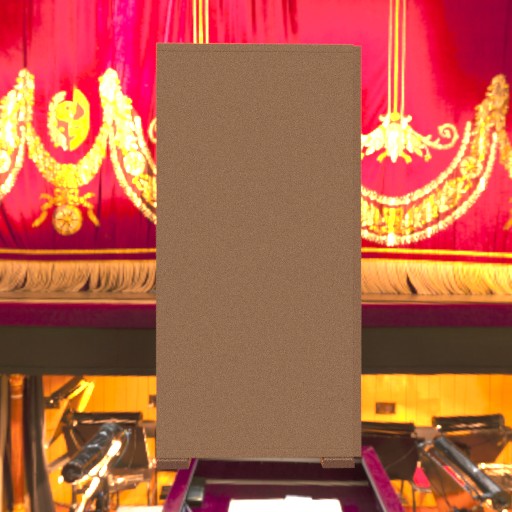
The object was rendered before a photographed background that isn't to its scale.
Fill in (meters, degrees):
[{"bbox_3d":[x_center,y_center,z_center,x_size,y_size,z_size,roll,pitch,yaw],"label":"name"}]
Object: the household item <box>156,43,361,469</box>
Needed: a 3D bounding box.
[{"bbox_3d":[0.000,0.000,1.307,0.420,0.870,0.800,0,0,-1],"label":"household item"}]
